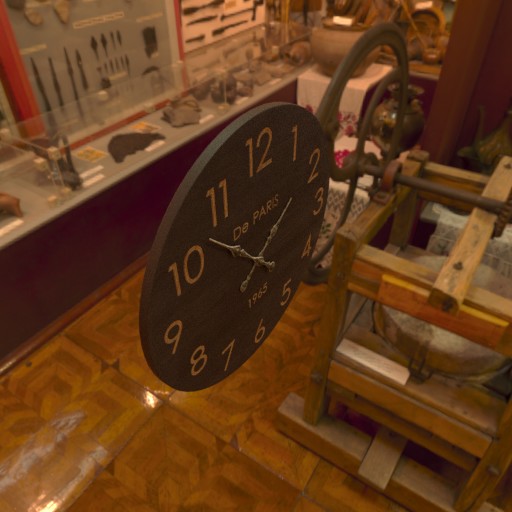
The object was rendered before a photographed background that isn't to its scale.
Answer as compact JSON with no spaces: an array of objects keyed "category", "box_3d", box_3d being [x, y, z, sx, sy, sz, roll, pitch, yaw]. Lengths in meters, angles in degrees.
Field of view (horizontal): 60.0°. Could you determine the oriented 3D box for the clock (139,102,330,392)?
[{"category":"clock","box_3d":[0.000,0.000,0.894,0.029,0.595,0.595,25,46,26]}]
